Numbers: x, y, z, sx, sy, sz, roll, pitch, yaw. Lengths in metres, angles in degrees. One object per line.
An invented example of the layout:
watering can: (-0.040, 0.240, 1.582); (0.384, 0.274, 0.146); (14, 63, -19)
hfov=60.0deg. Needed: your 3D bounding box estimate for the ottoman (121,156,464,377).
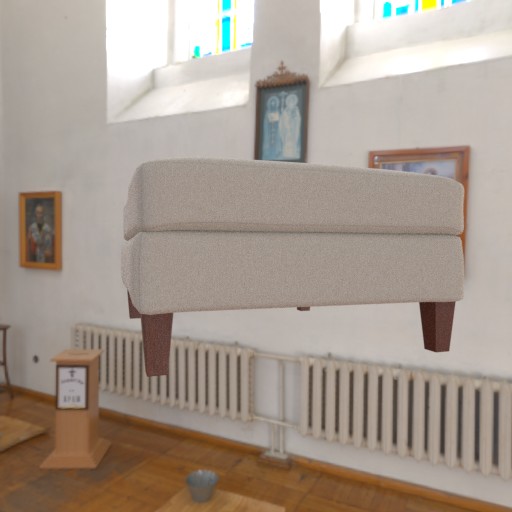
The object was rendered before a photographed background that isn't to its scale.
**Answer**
ottoman: (0.000, 0.000, 1.458); (0.836, 0.492, 0.976); (0, 0, -18)
